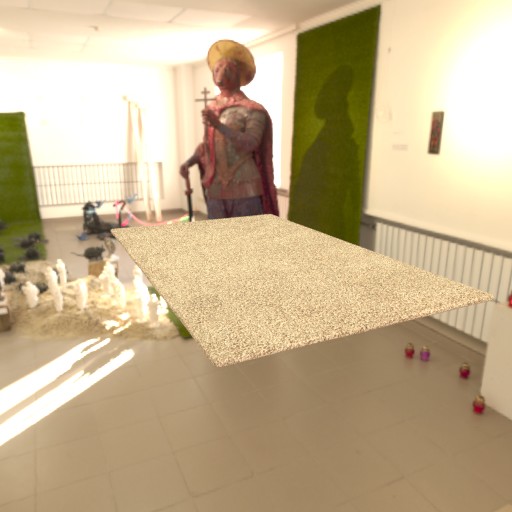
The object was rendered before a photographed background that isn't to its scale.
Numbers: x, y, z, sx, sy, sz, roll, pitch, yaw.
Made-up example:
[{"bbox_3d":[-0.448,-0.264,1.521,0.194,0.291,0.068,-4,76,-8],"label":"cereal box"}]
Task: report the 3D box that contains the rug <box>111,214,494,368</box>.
[{"bbox_3d":[0.000,0.000,2.988,1.524,0.030,2.438,-8,18,-25],"label":"rug"}]
